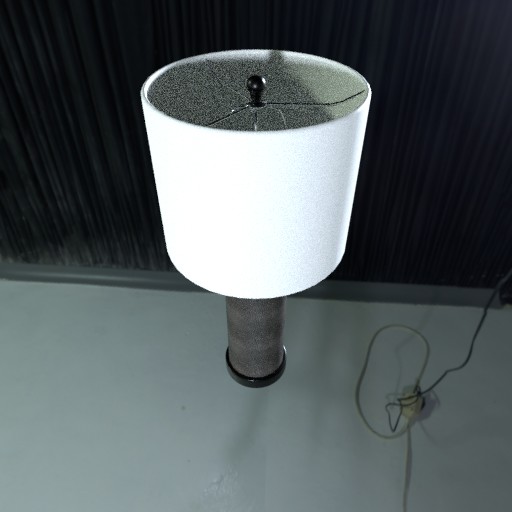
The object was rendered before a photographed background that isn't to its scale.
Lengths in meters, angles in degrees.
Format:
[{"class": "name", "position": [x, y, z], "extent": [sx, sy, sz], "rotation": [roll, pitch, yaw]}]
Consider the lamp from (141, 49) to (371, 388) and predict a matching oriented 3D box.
[{"class": "lamp", "position": [0.000, 0.000, 0.796], "extent": [0.305, 0.634, 0.305], "rotation": [0, 41, 0]}]
